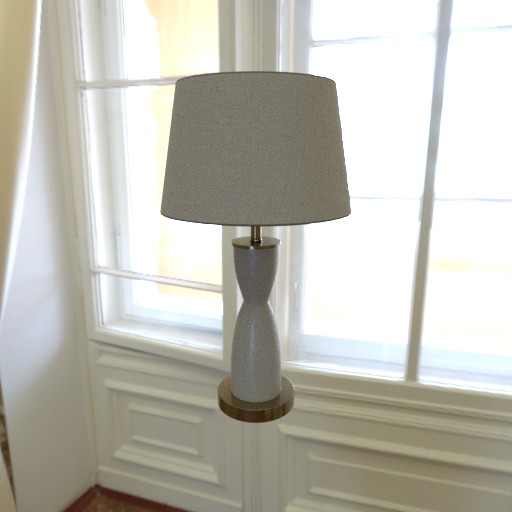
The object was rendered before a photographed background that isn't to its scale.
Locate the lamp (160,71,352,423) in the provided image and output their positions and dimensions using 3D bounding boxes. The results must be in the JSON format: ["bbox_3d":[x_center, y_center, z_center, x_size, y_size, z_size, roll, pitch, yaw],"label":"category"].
[{"bbox_3d":[0.000,0.000,0.749,0.309,0.545,0.309,0,14,0],"label":"lamp"}]
